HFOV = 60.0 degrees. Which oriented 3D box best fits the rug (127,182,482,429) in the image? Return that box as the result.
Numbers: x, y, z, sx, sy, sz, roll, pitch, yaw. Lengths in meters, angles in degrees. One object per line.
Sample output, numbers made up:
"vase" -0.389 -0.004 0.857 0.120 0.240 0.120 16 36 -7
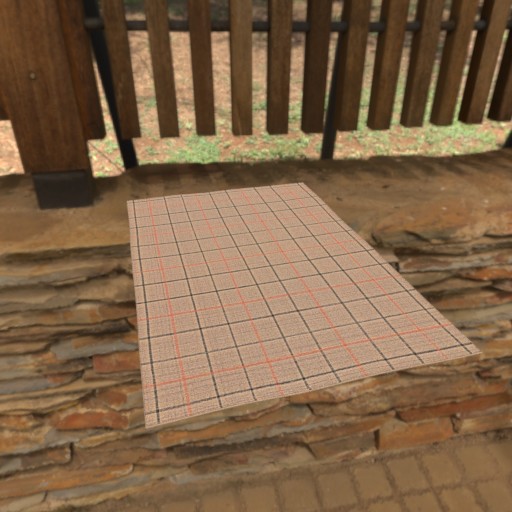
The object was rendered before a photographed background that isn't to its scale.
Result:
"rug" 0.000 0.000 2.254 1.220 0.013 1.829 -8 31 -14
